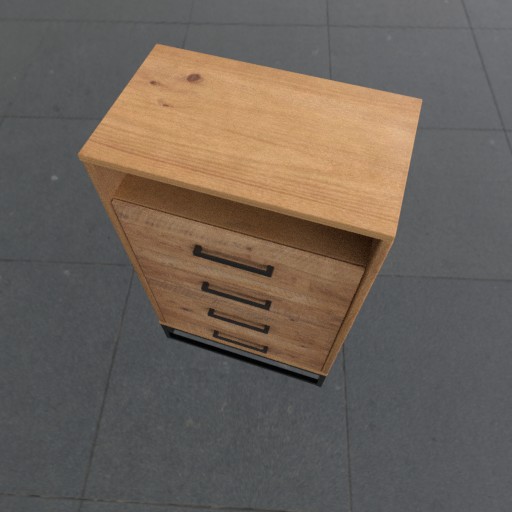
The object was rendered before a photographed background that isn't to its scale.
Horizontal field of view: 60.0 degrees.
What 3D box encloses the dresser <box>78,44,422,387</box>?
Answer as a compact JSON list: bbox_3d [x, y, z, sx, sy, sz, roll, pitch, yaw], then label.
[{"bbox_3d":[0.000,0.000,1.631,0.761,1.240,0.479,16,61,9],"label":"dresser"}]
